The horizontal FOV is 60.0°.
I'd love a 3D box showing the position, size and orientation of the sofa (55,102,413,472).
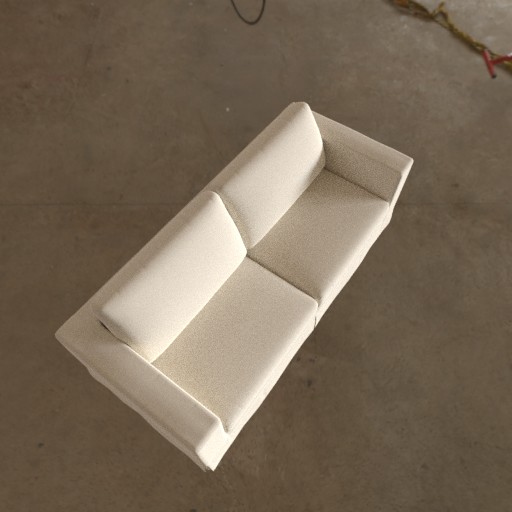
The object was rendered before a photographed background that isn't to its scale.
[{"bbox_3d":[0.000,0.000,2.674,0.954,0.881,2.163,32,64,18],"label":"sofa"}]
